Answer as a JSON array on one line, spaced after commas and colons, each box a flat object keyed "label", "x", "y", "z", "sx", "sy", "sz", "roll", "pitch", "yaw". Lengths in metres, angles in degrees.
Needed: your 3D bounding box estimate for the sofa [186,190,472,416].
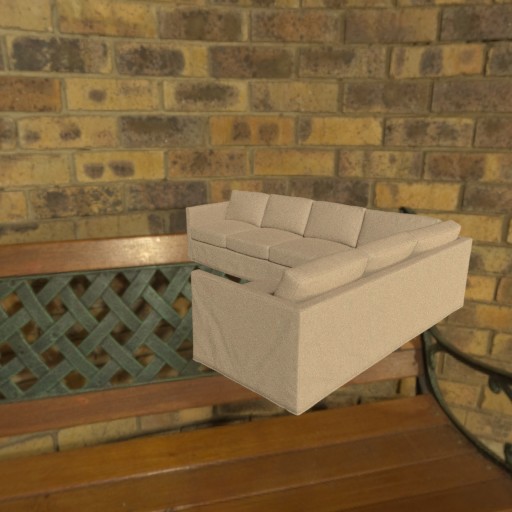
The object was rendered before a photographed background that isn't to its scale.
[{"label": "sofa", "x": 0.000, "y": 0.000, "z": 4.364, "sx": 2.432, "sy": 0.871, "sz": 3.182, "roll": -15, "pitch": 22, "yaw": -42}]
